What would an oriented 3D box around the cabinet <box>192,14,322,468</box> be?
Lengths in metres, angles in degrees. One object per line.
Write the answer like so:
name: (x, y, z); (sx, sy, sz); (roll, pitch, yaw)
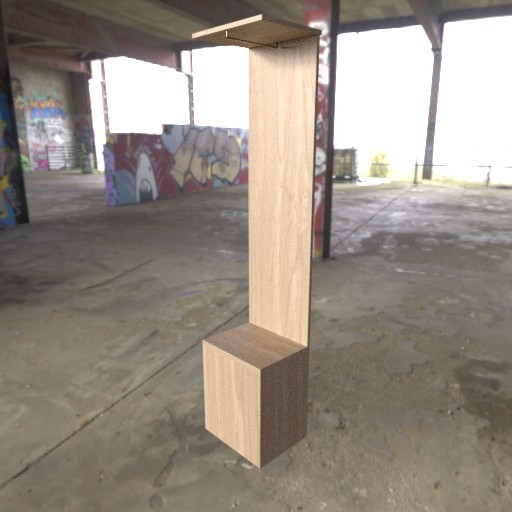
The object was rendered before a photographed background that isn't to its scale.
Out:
cabinet: (0.000, 0.000, 2.036); (0.338, 1.879, 0.411); (-14, 20, -42)
